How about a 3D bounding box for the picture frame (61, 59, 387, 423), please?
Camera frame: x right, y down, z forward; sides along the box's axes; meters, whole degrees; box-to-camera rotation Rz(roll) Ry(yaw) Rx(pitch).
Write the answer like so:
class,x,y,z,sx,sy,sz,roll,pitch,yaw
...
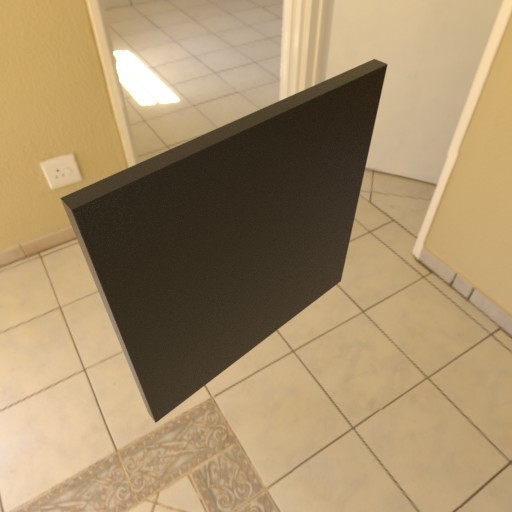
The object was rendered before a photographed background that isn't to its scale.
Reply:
class,x,y,z,sx,sy,sz,roll,pitch,yaw
picture frame,0.000,0.000,0.817,0.559,0.557,0.029,-33,55,-27
